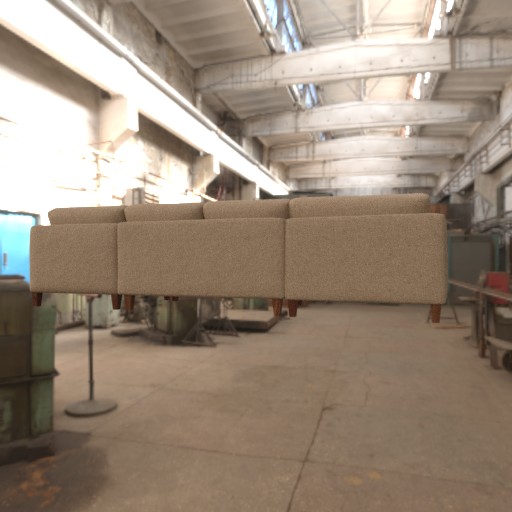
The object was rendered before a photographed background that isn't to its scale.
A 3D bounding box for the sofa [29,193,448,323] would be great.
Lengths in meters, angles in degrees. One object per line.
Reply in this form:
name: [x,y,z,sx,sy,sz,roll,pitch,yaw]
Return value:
sofa: [0.000,0.000,4.555,3.403,0.889,2.551,0,0,17]
